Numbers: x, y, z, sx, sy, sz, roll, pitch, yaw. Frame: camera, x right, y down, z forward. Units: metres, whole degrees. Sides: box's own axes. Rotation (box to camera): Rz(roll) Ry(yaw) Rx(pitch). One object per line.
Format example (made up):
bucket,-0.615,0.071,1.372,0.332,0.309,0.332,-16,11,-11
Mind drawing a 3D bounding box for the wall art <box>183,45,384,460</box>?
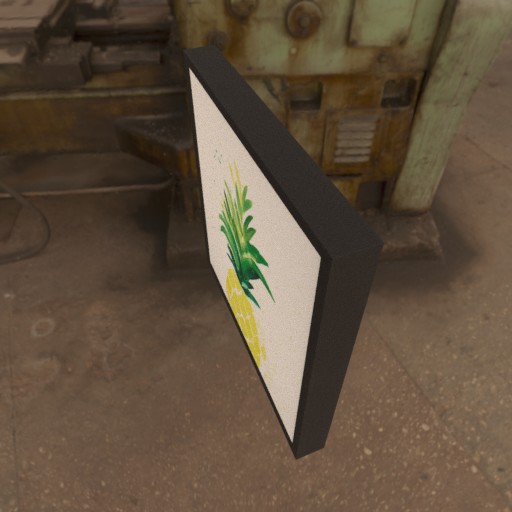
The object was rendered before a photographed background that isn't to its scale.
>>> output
wall art,0.000,0.000,0.452,0.033,0.304,0.305,-16,48,-15
